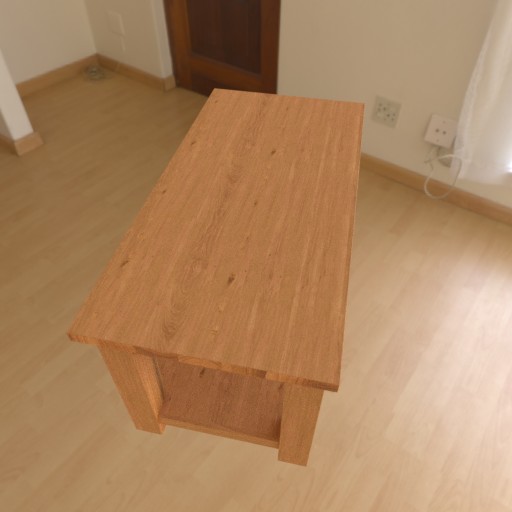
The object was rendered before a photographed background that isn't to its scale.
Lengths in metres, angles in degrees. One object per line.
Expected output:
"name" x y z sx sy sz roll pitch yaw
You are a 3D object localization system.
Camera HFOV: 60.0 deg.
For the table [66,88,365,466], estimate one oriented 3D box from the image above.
"table" 0.000 0.000 1.166 0.450 0.452 0.899 9 47 8
